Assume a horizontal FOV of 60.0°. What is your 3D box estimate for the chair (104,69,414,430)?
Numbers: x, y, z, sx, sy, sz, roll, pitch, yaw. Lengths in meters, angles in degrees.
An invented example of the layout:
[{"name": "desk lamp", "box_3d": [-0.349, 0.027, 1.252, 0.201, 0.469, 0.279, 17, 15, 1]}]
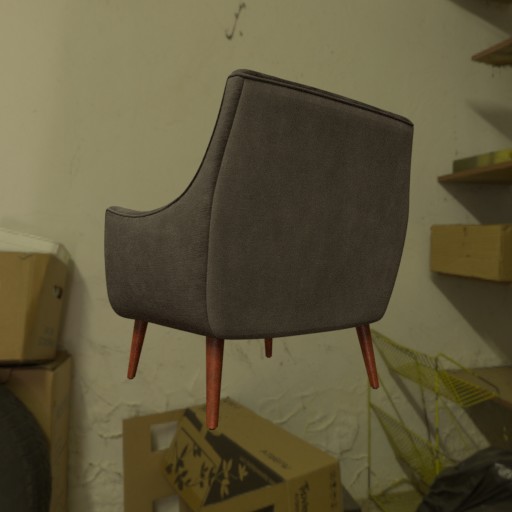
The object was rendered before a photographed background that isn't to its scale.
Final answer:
[{"name": "chair", "box_3d": [0.000, 0.000, 1.426, 0.762, 0.838, 0.787, 1, -1, -35]}]
